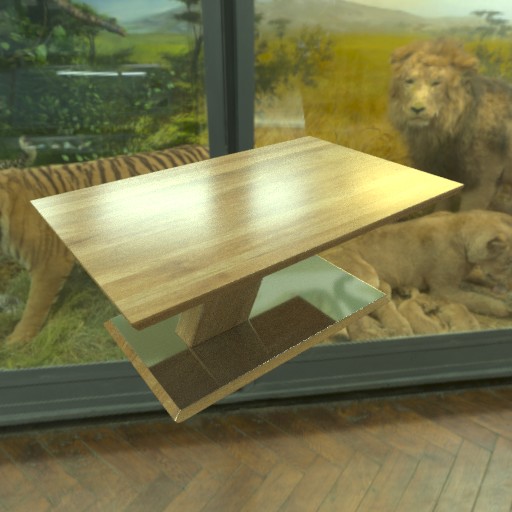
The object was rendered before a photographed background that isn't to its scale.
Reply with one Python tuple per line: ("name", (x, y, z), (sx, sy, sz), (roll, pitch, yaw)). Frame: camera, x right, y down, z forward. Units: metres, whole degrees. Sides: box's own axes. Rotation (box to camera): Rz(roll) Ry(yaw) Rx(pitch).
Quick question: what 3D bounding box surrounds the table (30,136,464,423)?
("table", (0.000, 0.000, 1.432), (1.100, 0.441, 0.692), (-22, 37, -32))
